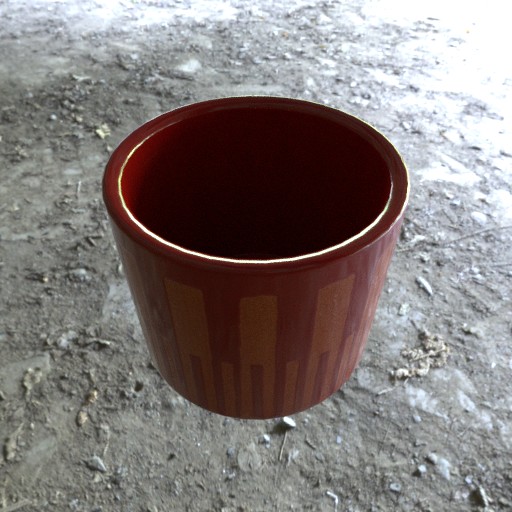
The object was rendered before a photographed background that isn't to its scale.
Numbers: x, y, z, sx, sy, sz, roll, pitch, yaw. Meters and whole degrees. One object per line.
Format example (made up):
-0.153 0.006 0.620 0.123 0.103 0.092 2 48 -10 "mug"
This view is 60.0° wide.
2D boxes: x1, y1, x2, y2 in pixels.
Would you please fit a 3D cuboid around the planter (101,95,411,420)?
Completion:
0.000 0.000 0.406 0.230 0.202 0.230 0 45 0 "planter"
